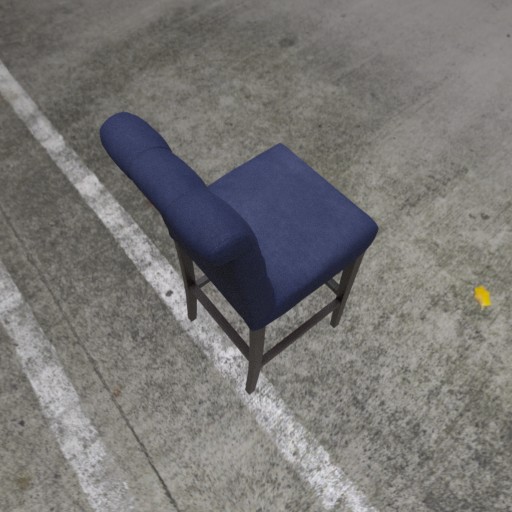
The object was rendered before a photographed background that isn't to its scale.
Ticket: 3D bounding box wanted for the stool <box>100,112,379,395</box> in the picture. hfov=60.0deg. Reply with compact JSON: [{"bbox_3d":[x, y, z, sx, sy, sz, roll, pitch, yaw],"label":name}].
[{"bbox_3d":[0.000,0.000,1.481,0.601,1.140,0.493,-34,63,-20],"label":"stool"}]
